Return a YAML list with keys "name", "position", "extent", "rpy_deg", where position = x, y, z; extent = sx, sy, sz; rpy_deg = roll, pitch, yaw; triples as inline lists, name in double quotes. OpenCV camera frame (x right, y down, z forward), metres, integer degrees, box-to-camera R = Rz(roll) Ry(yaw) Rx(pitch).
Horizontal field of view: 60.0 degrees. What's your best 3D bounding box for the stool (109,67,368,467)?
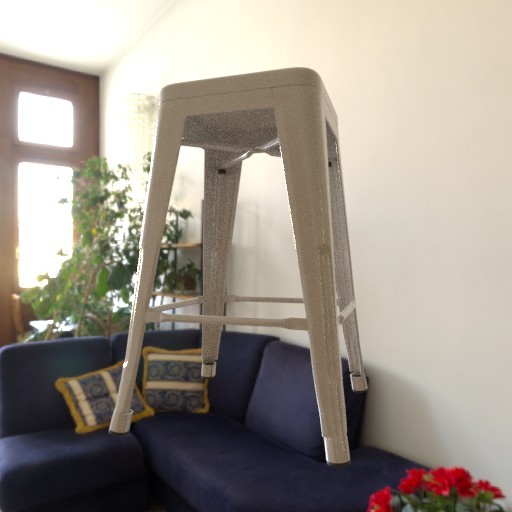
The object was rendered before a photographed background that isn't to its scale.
- name: "stool"
  position: [0.000, 0.000, 0.880]
  extent: [0.406, 0.610, 0.406]
  rpy_deg: [0, 0, 18]
